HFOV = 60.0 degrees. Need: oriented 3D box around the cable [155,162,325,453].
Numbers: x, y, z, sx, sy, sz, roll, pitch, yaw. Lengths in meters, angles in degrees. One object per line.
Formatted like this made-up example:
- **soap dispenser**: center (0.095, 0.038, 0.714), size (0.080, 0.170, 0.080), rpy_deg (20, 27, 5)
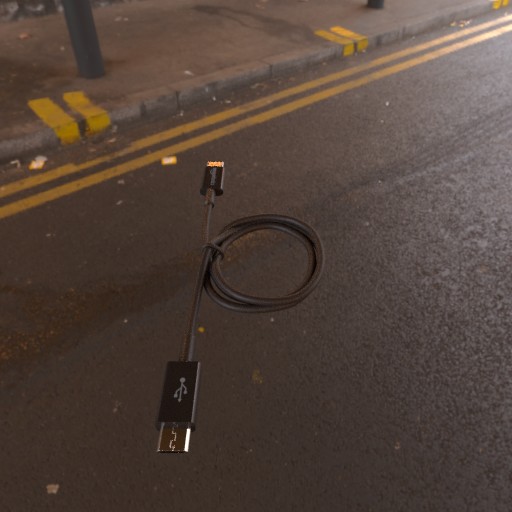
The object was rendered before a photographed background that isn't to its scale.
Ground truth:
- **cable**: center (0.000, 0.000, 0.218), size (0.070, 0.014, 0.192), rpy_deg (0, 41, 0)
